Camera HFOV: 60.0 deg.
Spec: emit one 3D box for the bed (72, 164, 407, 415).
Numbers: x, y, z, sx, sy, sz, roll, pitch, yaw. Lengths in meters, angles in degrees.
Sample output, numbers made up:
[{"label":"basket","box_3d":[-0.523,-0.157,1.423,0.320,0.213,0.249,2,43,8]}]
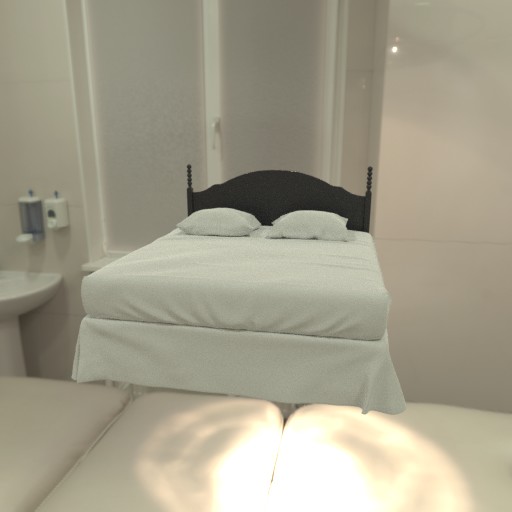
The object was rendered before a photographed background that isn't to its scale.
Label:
[{"label":"bed","box_3d":[0.000,0.000,3.661,2.322,1.355,2.219,3,15,11]}]
